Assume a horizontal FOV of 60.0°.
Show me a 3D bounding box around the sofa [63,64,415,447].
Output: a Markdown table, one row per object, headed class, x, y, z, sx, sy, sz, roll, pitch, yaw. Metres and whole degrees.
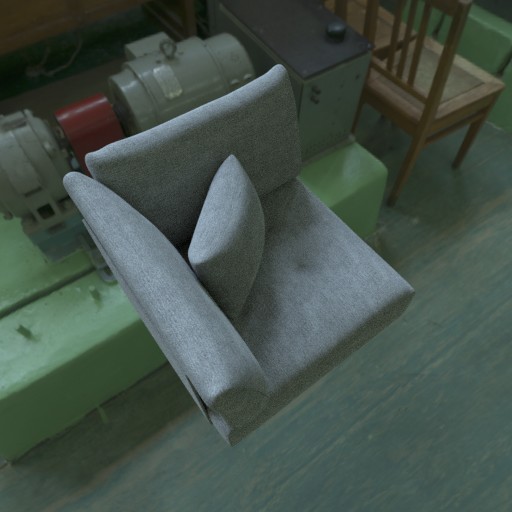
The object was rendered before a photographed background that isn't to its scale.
| class | x | y | z | sx | sy | sz | roll | pitch | yaw |
| --- | --- | --- | --- | --- | --- | --- | --- | --- | --- |
| sofa | 0.000 | 0.000 | 1.781 | 1.000 | 0.820 | 1.000 | -32 | 63 | -18 |
